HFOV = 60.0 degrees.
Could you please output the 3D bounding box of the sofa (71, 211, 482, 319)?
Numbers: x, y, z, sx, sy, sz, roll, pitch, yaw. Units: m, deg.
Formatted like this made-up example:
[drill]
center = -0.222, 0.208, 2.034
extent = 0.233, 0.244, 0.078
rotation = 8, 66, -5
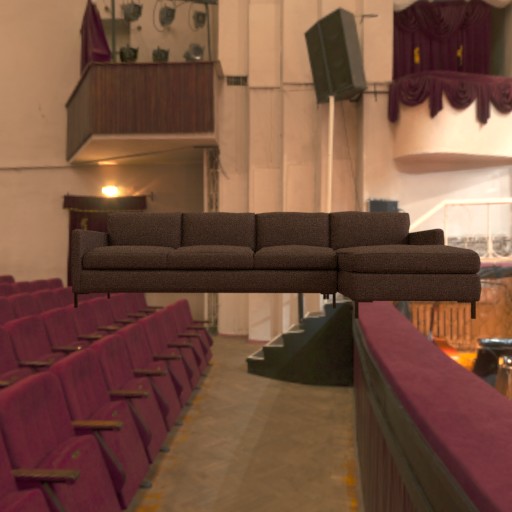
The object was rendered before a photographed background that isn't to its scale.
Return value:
[sofa]
center = 0.000, 0.000, 3.866
extent = 3.221, 0.892, 1.483
rotation = 0, 0, 2
